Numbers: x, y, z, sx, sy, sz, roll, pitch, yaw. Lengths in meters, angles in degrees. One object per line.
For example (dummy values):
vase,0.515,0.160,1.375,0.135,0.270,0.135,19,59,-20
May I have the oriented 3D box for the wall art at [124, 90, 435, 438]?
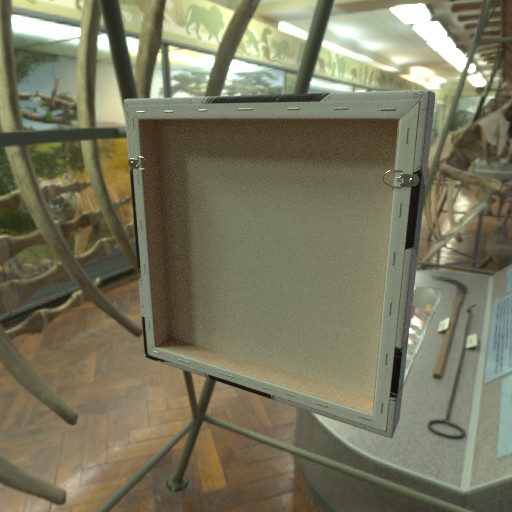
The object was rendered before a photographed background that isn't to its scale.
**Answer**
wall art,0.000,0.000,0.746,0.507,0.508,0.050,9,19,28
